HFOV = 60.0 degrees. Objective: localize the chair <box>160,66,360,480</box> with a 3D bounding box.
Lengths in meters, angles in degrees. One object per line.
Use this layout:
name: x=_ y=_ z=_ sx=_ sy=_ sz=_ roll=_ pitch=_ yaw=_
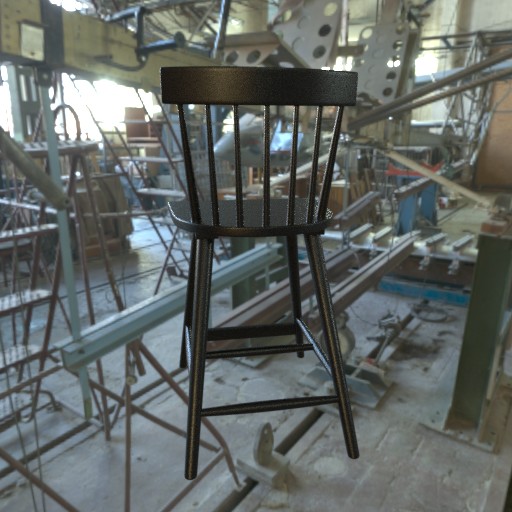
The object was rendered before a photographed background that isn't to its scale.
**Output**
chair: x=0.000 y=0.000 z=1.247 sx=0.483 sy=0.952 sz=0.572 roll=-3 pitch=15 yaw=-10
